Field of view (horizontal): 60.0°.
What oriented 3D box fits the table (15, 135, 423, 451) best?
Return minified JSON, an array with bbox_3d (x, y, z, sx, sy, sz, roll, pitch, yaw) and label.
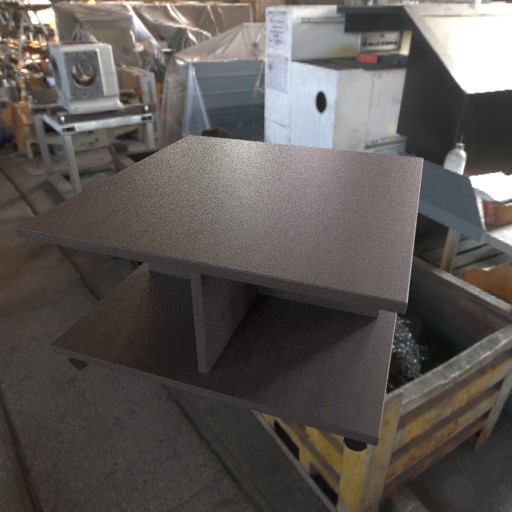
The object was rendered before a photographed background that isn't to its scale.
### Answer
[{"bbox_3d":[0.000,0.000,1.190,0.762,0.396,0.762,10,31,17],"label":"table"}]
